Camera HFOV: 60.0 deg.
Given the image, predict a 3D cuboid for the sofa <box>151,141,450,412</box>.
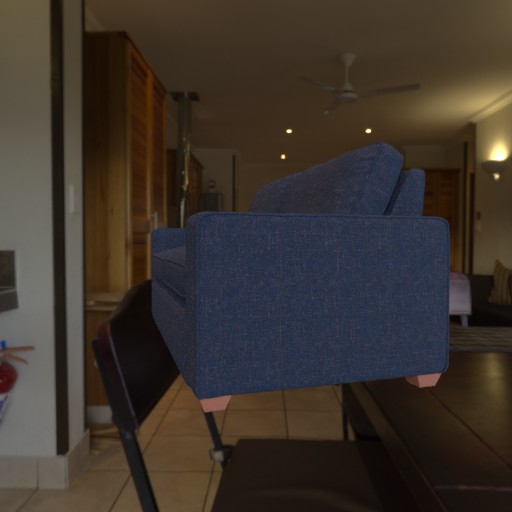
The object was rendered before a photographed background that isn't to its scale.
[{"bbox_3d":[0.000,0.000,2.244,0.947,0.918,1.709,0,2,-17],"label":"sofa"}]
